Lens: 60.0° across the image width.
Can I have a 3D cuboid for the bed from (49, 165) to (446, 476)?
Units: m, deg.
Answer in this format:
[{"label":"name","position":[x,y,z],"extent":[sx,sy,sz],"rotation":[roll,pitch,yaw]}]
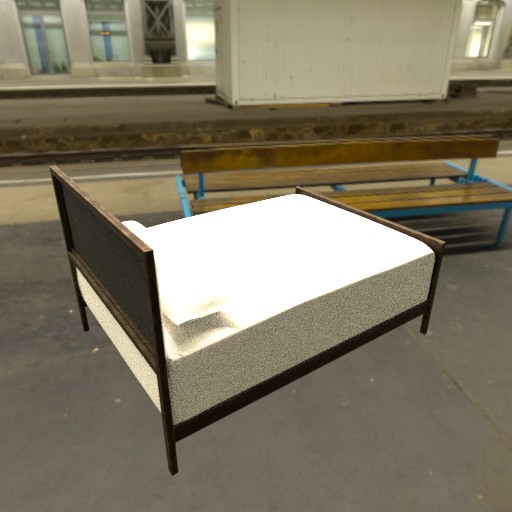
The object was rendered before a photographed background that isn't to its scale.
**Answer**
[{"label":"bed","position":[0.000,0.000,3.212],"extent":[2.221,1.313,1.607],"rotation":[-17,31,-31]}]
